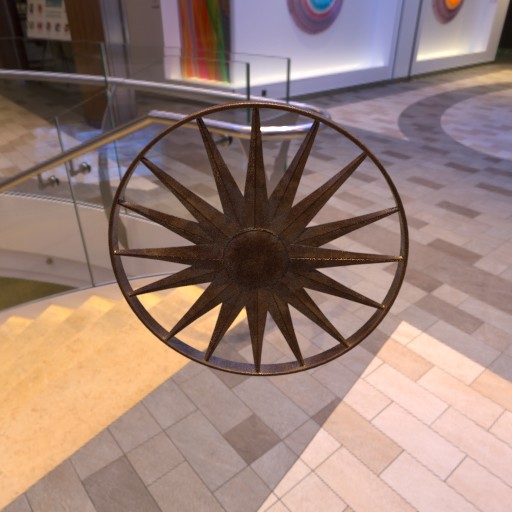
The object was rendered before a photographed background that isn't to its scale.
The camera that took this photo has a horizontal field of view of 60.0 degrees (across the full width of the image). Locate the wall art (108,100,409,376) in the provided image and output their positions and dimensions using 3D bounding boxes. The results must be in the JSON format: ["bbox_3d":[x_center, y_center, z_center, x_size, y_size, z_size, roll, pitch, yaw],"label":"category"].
[{"bbox_3d":[0.000,0.000,0.879,0.582,0.583,0.084,2,31,3],"label":"wall art"}]
